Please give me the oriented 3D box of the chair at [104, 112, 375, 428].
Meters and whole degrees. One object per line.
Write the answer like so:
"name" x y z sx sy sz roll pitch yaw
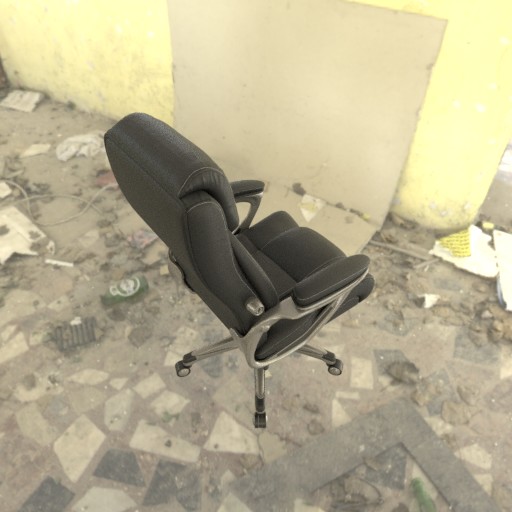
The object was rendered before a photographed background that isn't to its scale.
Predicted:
"chair" 0.000 0.000 1.662 0.784 1.167 0.741 -26 48 -27
